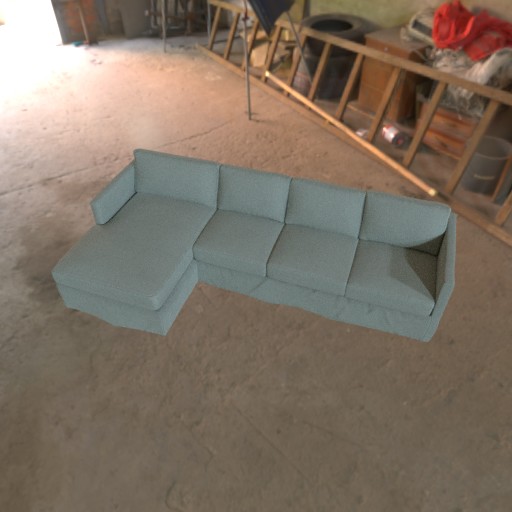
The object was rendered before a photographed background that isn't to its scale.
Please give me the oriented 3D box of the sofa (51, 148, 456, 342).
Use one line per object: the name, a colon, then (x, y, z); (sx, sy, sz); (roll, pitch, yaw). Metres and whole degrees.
sofa: (0.000, 0.000, 3.915); (3.205, 0.922, 1.650); (13, 45, 14)
